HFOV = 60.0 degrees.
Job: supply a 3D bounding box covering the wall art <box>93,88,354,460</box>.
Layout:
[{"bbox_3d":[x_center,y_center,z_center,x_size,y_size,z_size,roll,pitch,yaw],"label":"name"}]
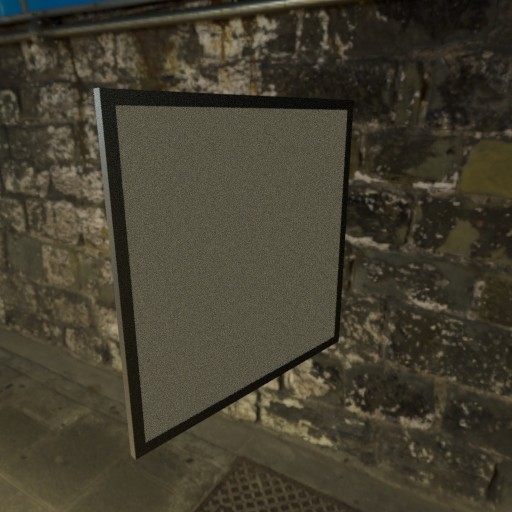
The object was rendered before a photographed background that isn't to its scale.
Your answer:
[{"bbox_3d":[0.000,0.000,1.185,0.807,0.807,0.022,-17,24,-42],"label":"wall art"}]
